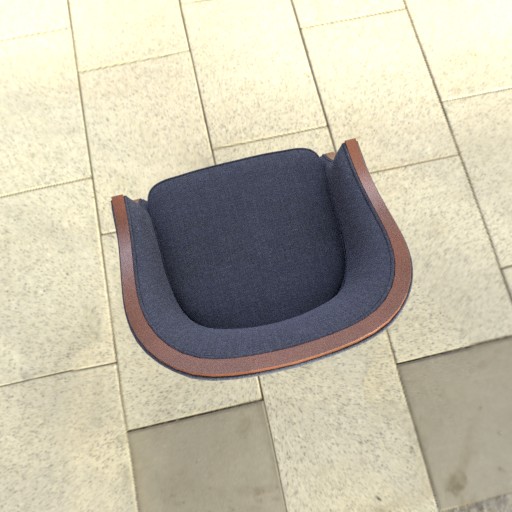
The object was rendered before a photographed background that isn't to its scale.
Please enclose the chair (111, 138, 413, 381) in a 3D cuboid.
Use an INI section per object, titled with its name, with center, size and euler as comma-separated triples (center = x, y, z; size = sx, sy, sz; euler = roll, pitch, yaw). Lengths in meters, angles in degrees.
[chair]
center = 0.000, 0.000, 1.462
size = 0.803, 0.876, 0.735
euler = -14, 77, -3
